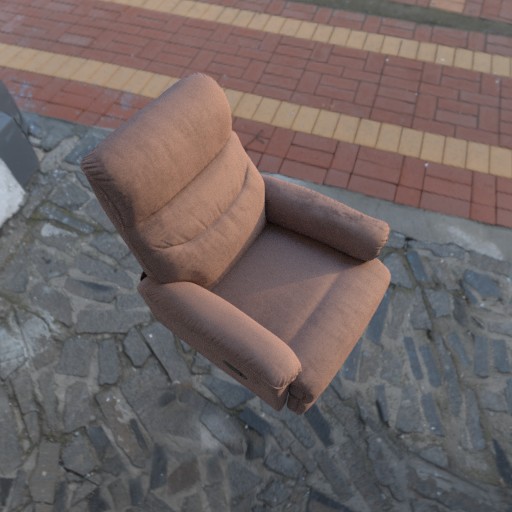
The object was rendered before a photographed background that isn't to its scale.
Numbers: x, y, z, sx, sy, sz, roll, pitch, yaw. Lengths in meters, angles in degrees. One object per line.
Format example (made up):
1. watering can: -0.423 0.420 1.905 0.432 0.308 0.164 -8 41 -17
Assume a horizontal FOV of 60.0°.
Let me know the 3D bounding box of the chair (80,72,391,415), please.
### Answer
1. chair: 0.000 0.000 1.782 1.004 1.037 0.820 31 63 18
